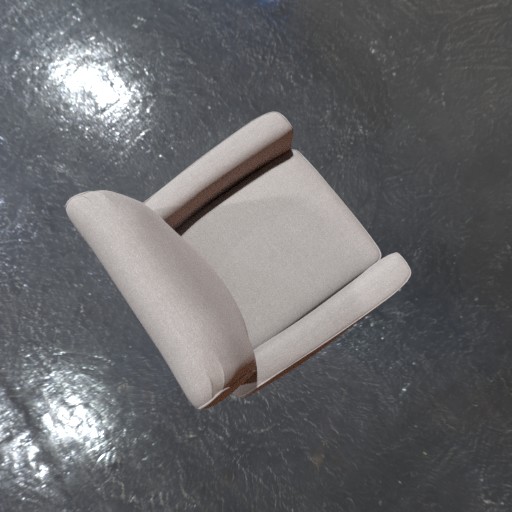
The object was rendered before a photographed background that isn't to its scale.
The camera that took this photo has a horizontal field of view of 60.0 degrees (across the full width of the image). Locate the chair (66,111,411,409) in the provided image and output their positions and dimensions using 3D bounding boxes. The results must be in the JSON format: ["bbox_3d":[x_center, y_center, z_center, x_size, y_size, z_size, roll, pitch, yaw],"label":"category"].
[{"bbox_3d":[0.000,0.000,1.678,0.859,1.023,0.845,-35,78,-8],"label":"chair"}]
